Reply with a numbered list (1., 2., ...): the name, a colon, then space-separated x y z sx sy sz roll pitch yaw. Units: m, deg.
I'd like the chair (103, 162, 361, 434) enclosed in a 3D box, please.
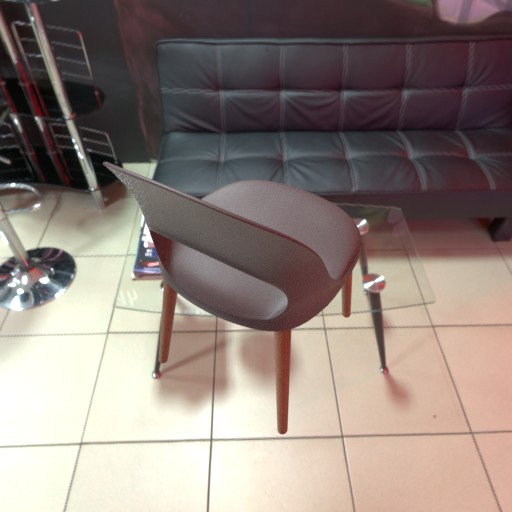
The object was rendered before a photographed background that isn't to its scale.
1. chair: 0.000 0.000 1.145 0.470 0.795 0.556 24 50 21
